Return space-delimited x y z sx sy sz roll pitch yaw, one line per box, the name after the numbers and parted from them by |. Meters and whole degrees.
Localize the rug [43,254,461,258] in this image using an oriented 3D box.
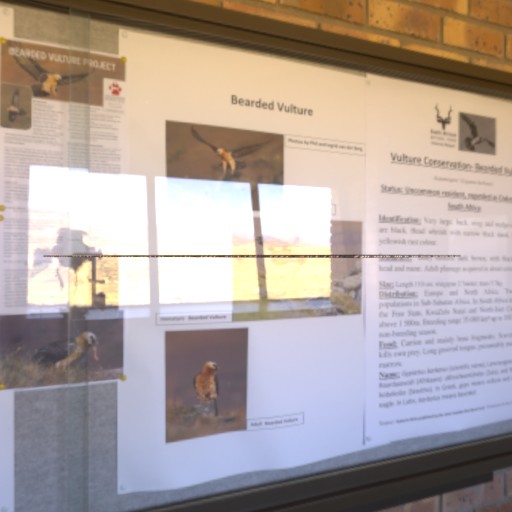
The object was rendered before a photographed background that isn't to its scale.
0.000 0.000 3.895 2.902 0.017 2.305 0 0 36 | rug
